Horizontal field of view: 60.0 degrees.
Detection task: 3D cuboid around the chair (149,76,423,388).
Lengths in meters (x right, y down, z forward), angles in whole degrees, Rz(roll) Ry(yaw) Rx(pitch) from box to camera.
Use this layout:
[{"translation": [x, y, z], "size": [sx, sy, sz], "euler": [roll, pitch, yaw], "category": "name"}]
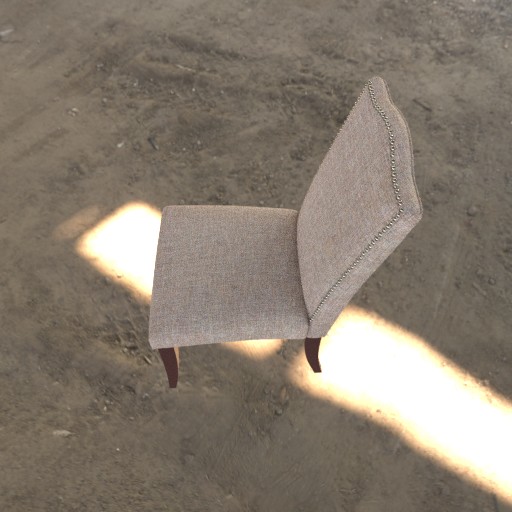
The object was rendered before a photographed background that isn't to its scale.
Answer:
[{"translation": [0.000, 0.000, 1.372], "size": [0.660, 1.016, 0.513], "euler": [-1, 58, -1], "category": "chair"}]
